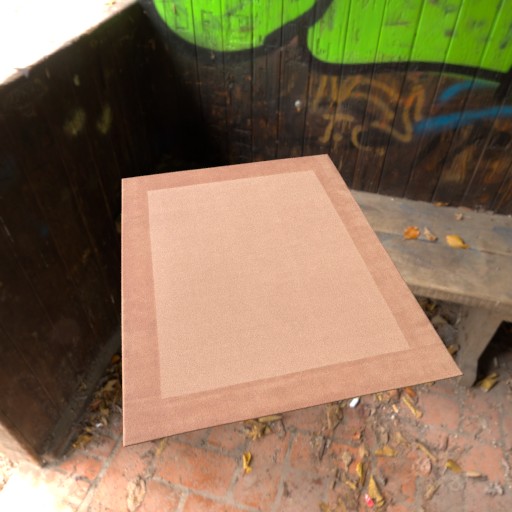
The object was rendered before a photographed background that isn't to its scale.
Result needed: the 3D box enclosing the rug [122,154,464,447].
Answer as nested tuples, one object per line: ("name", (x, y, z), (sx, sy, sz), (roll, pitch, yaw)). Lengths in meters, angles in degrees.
("rug", (0.000, 0.000, 4.103), (2.431, 0.021, 3.057), (-9, 45, -9))
